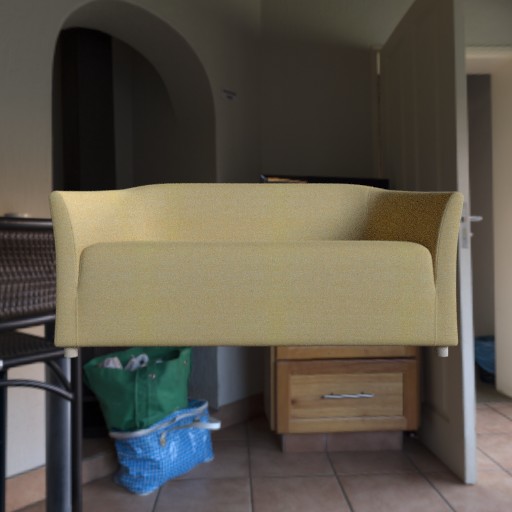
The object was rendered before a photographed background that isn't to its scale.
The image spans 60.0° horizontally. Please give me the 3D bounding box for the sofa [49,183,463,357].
[{"bbox_3d":[0.000,0.000,1.884,1.452,0.721,0.705,0,0,-1],"label":"sofa"}]
